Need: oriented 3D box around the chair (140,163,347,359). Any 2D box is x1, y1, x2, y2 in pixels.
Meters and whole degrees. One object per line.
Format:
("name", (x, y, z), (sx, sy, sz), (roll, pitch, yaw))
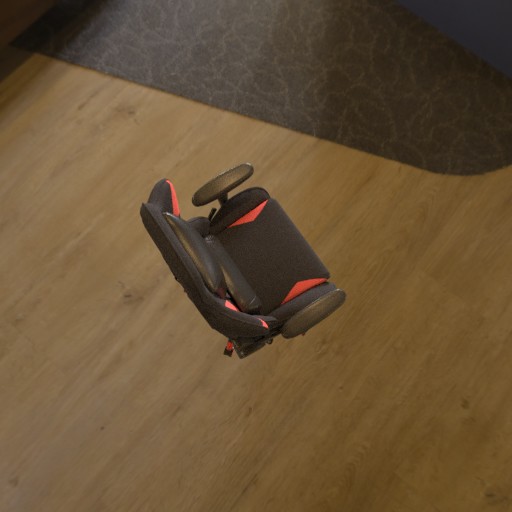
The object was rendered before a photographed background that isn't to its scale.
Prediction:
("chair", (0.000, 0.000, 1.728), (0.658, 1.326, 0.695), (-33, 77, -8))
